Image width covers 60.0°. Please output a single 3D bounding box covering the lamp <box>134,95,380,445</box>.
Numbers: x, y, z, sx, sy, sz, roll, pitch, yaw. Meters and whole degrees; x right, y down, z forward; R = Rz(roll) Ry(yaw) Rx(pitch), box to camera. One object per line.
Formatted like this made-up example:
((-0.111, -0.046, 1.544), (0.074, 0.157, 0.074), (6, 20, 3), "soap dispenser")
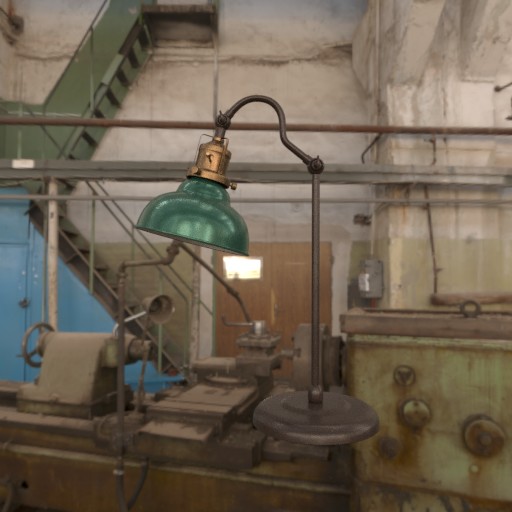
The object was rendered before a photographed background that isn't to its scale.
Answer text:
((0.000, 0.000, 0.690), (0.374, 0.508, 0.192), (0, -2, -1), "lamp")
